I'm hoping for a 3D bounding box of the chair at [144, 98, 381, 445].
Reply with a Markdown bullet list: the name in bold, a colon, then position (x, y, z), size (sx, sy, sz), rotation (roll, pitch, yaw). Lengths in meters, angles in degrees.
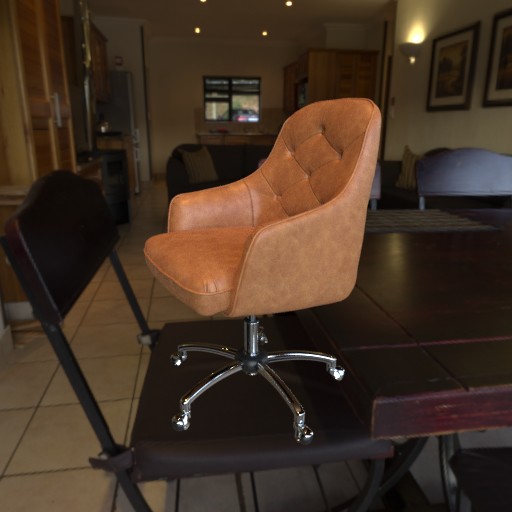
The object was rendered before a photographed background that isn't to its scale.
- **chair**: position (0.000, 0.000, 1.332), size (0.615, 0.909, 0.628), rotation (-8, 18, -27)
